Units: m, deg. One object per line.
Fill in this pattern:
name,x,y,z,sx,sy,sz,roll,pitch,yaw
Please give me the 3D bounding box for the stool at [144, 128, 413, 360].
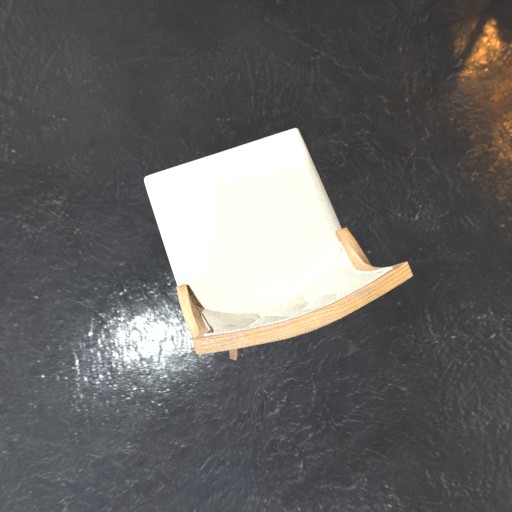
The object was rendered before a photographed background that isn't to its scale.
stool,0.000,0.000,1.424,0.524,1.101,0.626,-19,75,-5
